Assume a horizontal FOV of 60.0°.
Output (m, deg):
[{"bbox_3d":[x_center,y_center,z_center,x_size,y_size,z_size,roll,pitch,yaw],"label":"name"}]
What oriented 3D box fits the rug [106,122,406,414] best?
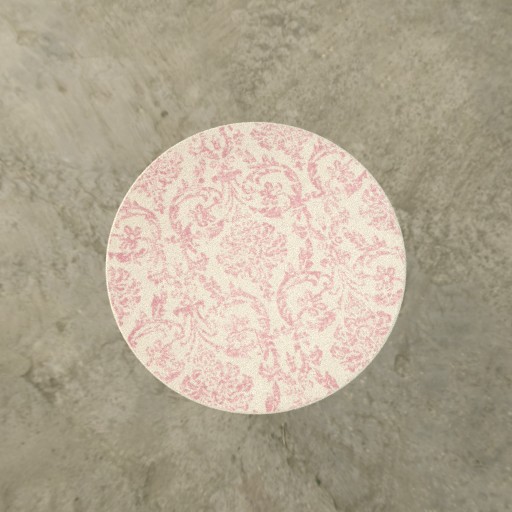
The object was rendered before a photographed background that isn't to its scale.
[{"bbox_3d":[0.000,0.000,2.356,1.593,0.012,1.593,0,76,0],"label":"rug"}]
